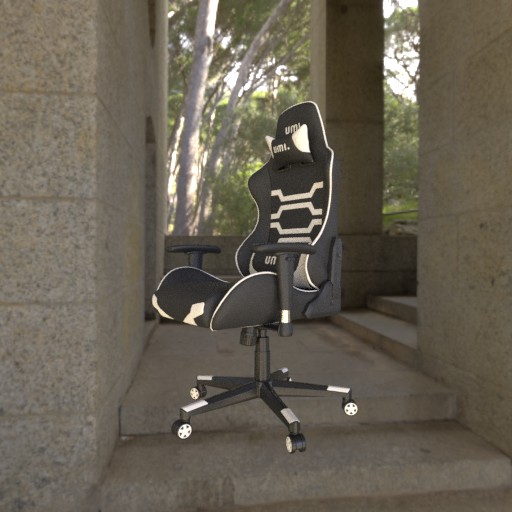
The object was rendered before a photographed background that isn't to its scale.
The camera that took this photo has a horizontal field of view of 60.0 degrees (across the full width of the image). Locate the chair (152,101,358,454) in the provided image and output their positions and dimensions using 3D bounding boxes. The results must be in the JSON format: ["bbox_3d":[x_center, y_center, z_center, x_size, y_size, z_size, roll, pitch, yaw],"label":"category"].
[{"bbox_3d":[0.000,0.000,1.702,0.700,1.240,0.700,0,1,-36],"label":"chair"}]
